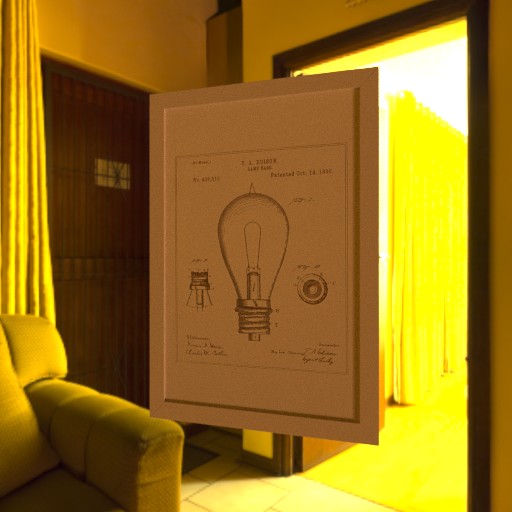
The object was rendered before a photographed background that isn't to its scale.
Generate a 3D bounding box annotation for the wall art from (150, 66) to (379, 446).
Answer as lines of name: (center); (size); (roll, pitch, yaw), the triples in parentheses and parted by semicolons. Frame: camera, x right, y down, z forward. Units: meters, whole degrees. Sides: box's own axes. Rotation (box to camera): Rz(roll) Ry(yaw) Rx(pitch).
wall art: (0.000, 0.000, 0.607); (0.325, 0.474, 0.010); (0, 0, 18)
